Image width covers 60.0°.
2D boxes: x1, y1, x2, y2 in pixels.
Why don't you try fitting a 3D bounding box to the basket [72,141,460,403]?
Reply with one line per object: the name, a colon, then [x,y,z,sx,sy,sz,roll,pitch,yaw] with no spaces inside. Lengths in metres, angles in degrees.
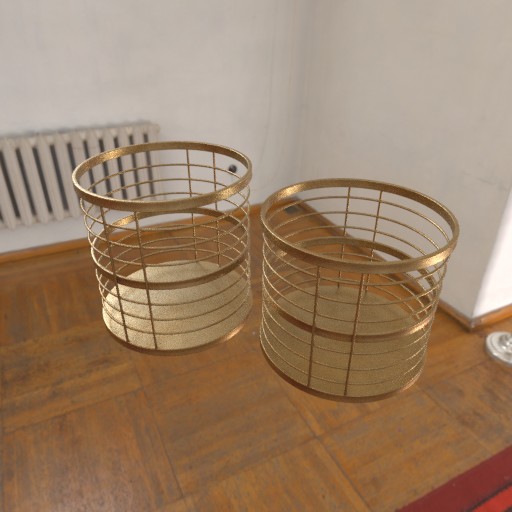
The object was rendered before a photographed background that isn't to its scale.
basket: [0.000,0.000,0.936,0.746,0.351,0.356,10,32,16]
